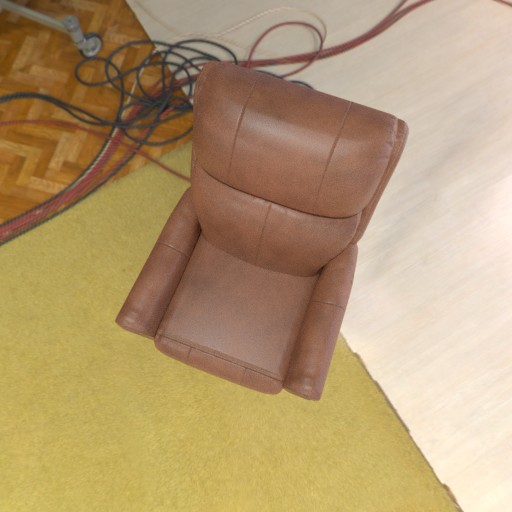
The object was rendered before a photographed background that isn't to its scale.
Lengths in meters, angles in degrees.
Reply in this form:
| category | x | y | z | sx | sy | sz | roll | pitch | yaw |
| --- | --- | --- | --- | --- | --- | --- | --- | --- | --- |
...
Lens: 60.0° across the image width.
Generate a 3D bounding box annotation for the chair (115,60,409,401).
| category | x | y | z | sx | sy | sz | roll | pitch | yaw |
| --- | --- | --- | --- | --- | --- | --- | --- | --- | --- |
| chair | 0.000 | 0.000 | 1.823 | 0.838 | 1.054 | 1.014 | 20 | 76 | 5 |
